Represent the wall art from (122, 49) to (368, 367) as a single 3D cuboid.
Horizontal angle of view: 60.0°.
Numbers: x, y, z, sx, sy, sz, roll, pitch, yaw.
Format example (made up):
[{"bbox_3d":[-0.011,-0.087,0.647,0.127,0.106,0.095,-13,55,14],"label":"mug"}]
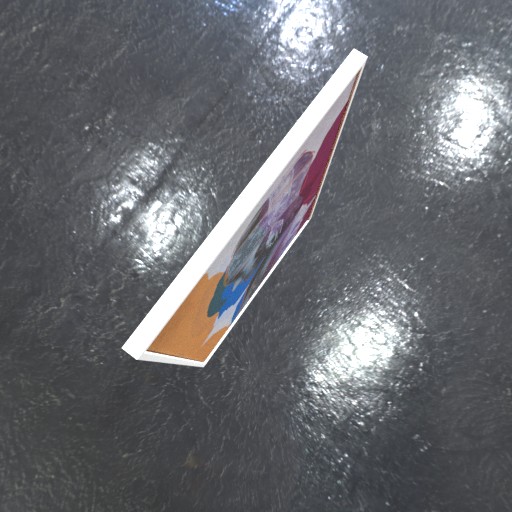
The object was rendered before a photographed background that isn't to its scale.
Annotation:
[{"bbox_3d":[0.000,0.000,1.399,0.039,1.050,0.795,35,78,9],"label":"wall art"}]
